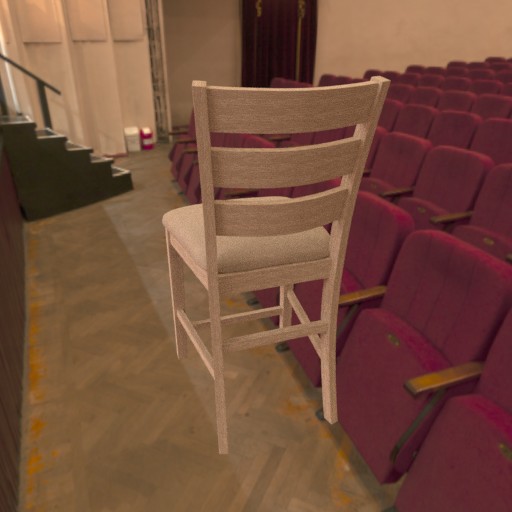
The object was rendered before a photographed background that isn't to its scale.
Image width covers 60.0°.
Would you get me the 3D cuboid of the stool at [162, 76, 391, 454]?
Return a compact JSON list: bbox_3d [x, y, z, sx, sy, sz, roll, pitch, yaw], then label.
[{"bbox_3d":[0.000,0.000,1.345,0.484,1.032,0.569,-9,27,-17],"label":"stool"}]
